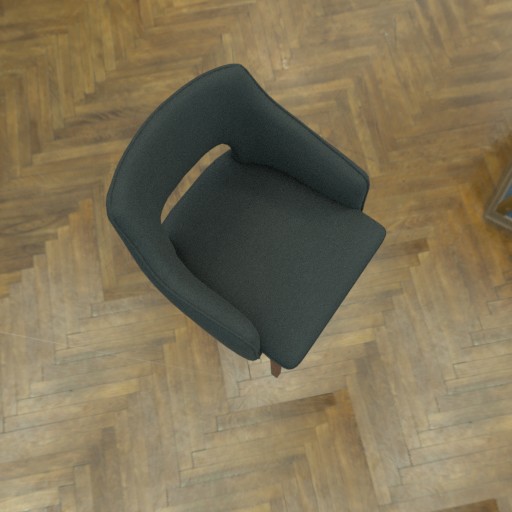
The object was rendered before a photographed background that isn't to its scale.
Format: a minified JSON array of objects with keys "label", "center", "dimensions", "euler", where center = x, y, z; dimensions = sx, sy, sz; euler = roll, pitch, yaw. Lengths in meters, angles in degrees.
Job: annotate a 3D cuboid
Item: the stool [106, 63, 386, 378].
[{"label":"stool","center":[0.000,0.000,1.343],"dimensions":[0.558,1.012,0.548],"euler":[35,77,9]}]
